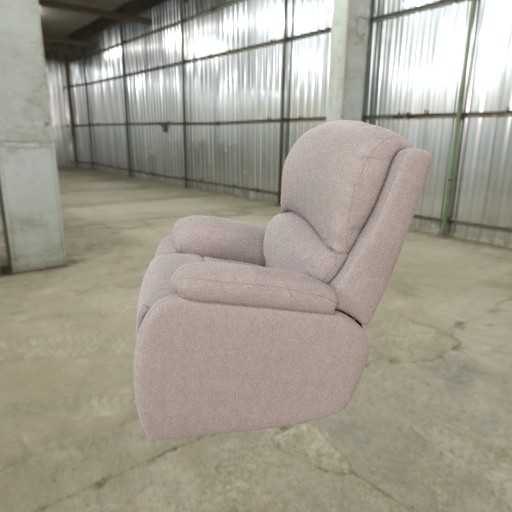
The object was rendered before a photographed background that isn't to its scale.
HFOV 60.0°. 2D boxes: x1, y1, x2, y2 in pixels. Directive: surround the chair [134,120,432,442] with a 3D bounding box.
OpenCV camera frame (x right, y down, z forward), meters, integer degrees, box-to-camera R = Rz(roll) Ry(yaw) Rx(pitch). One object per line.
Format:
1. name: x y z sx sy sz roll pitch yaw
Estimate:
1. chair: 0.000 0.000 1.715 0.899 1.011 0.930 -3 15 -9
